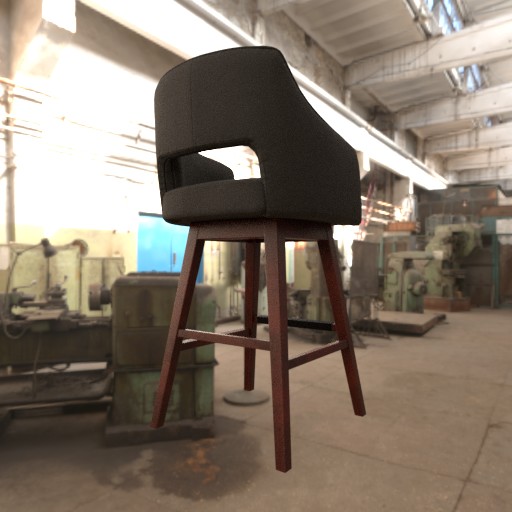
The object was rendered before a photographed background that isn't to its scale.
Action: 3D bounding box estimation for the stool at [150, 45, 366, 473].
[{"bbox_3d":[0.000,0.000,1.337,0.548,1.012,0.558,0,0,36],"label":"stool"}]
